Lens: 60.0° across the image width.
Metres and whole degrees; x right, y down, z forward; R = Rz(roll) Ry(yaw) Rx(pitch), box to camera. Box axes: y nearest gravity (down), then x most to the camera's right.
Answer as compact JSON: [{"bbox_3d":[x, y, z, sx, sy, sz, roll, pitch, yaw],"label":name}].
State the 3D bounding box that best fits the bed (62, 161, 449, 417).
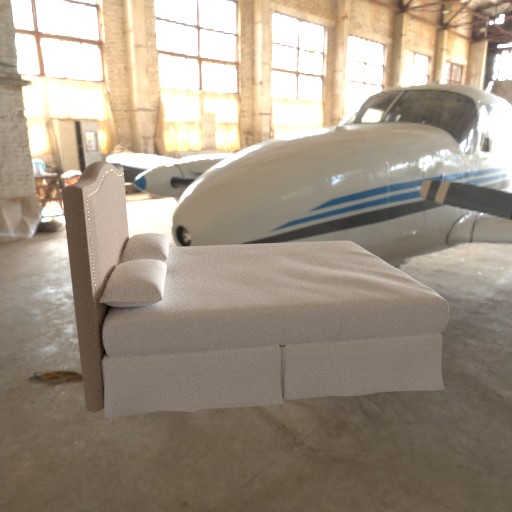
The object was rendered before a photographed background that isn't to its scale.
[{"bbox_3d":[0.000,0.000,3.395,2.282,1.436,1.821,-2,15,-9],"label":"bed"}]
